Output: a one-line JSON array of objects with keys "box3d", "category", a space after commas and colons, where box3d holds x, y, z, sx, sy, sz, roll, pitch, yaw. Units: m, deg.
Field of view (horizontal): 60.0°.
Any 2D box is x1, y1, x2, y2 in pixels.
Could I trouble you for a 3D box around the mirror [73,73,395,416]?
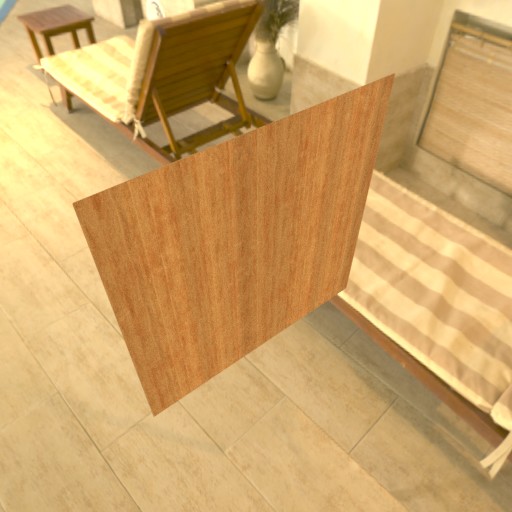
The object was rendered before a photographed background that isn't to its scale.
[{"box3d": [0.000, 0.000, 0.971, 0.651, 0.651, 0.047, -29, 53, -25], "category": "mirror"}]
